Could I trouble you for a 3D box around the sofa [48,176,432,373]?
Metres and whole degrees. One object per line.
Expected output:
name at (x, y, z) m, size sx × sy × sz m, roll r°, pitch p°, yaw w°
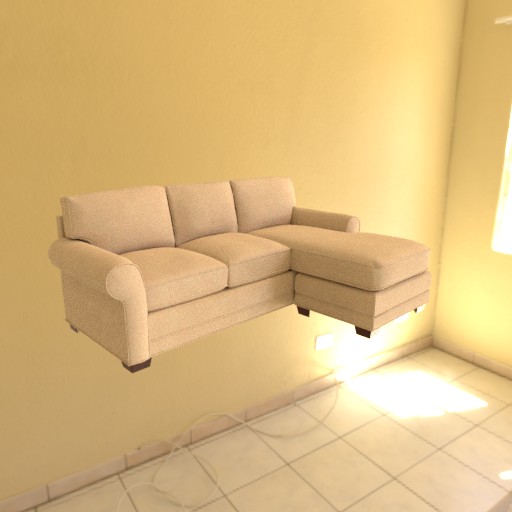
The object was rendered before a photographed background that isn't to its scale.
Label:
sofa at (0.000, 0.000, 2.381) m, size 1.770 × 0.734 × 1.226 m, roll -14°, pitch 20°, yaw -42°
